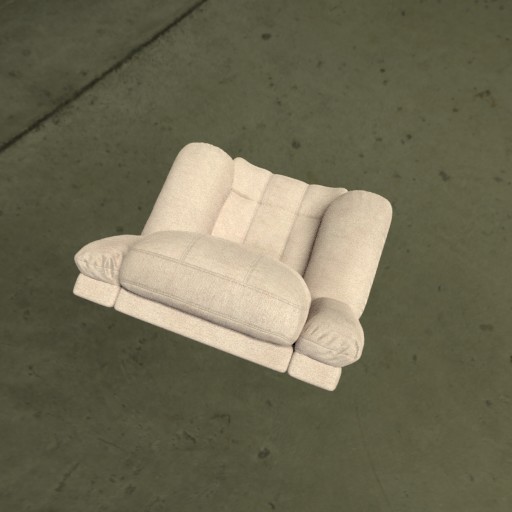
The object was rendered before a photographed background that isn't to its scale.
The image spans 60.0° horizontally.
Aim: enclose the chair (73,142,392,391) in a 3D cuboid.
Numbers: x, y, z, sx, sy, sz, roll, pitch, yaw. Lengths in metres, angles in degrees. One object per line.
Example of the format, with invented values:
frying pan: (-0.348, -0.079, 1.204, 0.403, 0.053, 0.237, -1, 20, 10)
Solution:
chair: (0.000, 0.000, 1.740, 0.899, 1.008, 0.944, 19, 65, 9)
